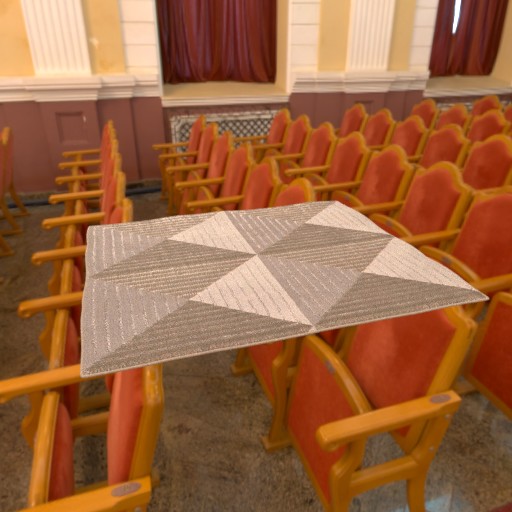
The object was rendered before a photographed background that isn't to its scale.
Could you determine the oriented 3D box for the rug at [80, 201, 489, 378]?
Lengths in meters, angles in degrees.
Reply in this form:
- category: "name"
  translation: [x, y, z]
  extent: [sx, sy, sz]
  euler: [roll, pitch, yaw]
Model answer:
- category: "rug"
  translation: [0.000, 0.000, 0.875]
  extent: [0.642, 0.008, 0.551]
  euler: [-8, 26, -16]
